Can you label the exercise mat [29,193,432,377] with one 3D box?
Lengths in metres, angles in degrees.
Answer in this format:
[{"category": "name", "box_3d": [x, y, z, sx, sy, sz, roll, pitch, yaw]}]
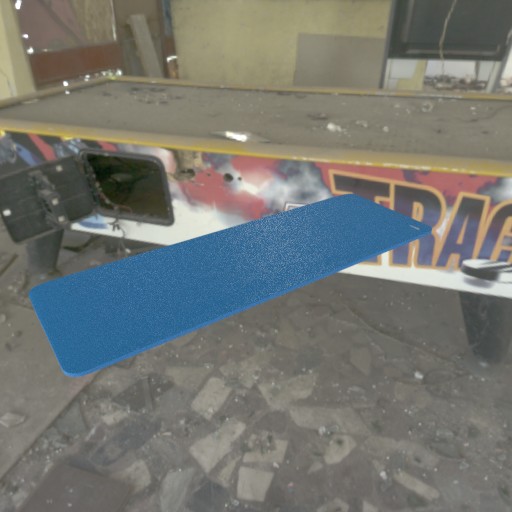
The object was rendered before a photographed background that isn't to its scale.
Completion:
[{"category": "exercise mat", "box_3d": [0.000, 0.000, 2.060, 1.869, 0.021, 0.616, -19, 35, -30]}]
